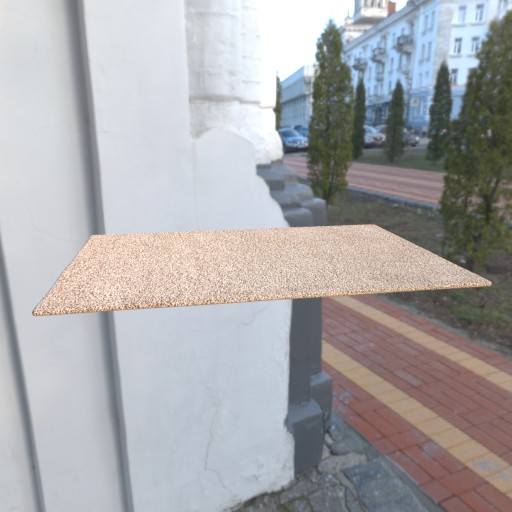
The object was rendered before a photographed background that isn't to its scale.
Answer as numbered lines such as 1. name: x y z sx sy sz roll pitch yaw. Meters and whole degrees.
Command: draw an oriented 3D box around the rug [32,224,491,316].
1. rug: 0.000 0.000 3.424 2.743 0.030 1.778 -3 16 -9
